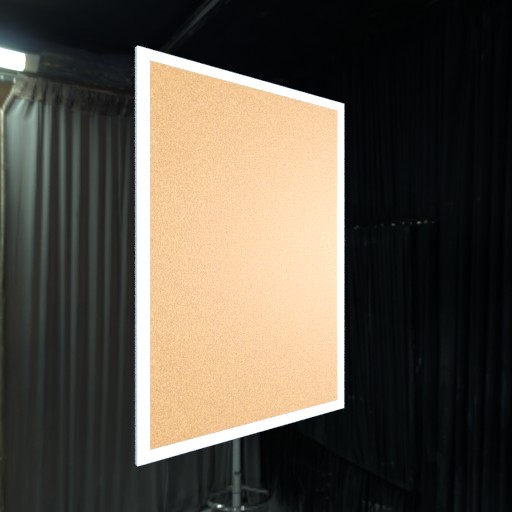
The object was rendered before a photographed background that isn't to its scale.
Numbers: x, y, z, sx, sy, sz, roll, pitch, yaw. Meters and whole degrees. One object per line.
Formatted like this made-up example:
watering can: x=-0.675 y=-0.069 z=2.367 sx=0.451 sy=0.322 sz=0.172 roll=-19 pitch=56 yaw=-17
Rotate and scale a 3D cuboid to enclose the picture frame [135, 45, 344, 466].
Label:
picture frame: x=0.000 y=0.000 z=1.185 sx=0.659 sy=0.940 sz=0.013 roll=0 pitch=0 yaw=-35
